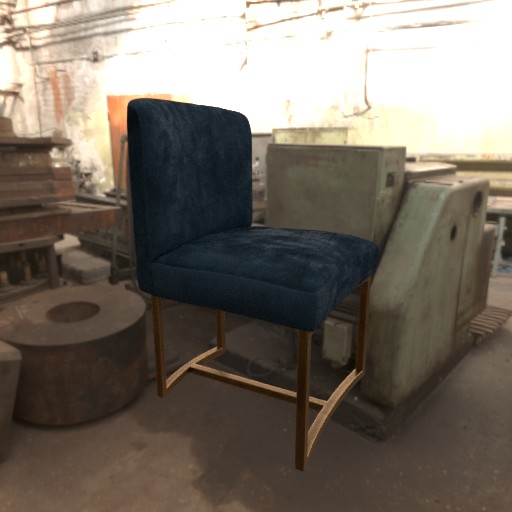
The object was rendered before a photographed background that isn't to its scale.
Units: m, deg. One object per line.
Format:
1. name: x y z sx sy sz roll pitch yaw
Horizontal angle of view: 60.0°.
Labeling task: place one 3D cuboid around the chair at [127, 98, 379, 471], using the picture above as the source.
1. chair: 0.000 0.000 1.220 0.560 0.824 0.530 8 16 28
